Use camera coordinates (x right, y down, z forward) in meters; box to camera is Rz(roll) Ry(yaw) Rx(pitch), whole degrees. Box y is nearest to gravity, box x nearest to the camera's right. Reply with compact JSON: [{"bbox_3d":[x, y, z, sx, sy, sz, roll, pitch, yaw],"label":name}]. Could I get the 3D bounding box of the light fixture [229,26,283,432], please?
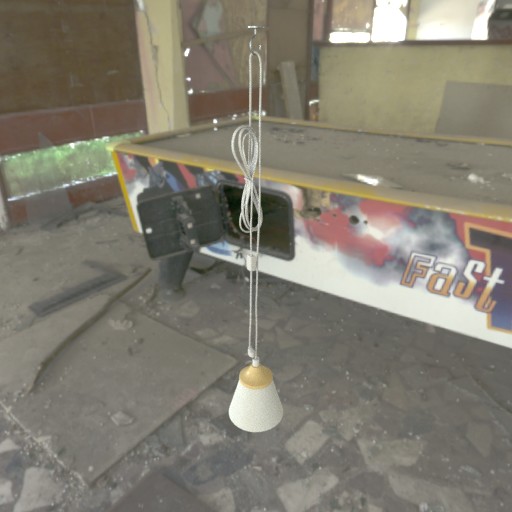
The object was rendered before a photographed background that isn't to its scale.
[{"bbox_3d":[0.000,0.000,1.049,0.153,0.966,0.153,-8,26,-16],"label":"light fixture"}]
